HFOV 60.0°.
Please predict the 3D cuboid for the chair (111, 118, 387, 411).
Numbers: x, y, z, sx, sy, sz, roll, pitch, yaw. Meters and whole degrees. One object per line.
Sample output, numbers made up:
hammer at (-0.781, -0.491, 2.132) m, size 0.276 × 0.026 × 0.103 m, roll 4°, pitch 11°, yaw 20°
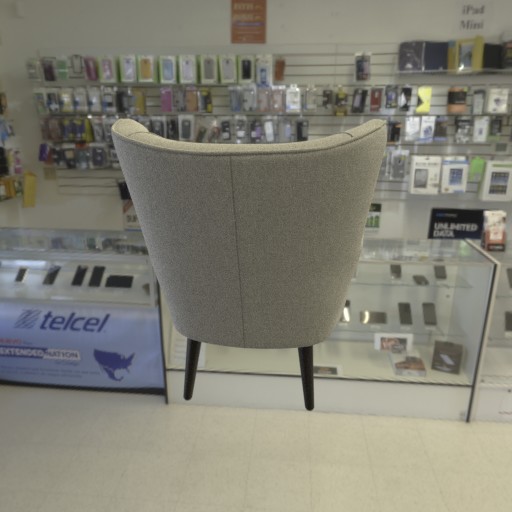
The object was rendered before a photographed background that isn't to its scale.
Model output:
chair at (0.000, 0.000, 1.572) m, size 0.781 × 0.933 × 0.888 m, roll 2°, pitch 18°, yaw 7°
